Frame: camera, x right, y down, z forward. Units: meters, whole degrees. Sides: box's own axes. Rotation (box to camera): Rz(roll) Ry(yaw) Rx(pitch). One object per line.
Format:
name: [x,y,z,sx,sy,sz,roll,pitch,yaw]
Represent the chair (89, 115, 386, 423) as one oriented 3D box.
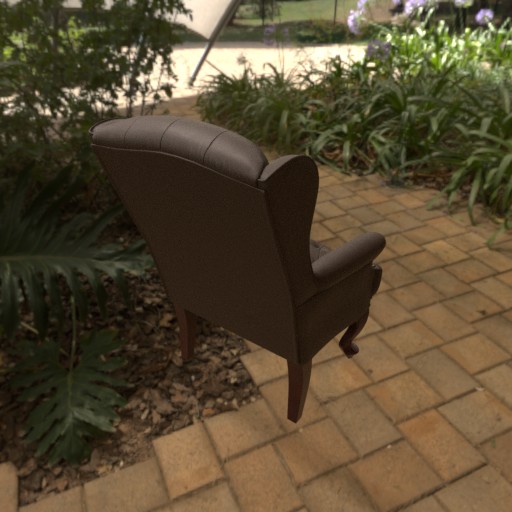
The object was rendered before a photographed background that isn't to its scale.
chair: [0.000,0.000,1.678,0.829,1.132,0.819,20,35,31]
